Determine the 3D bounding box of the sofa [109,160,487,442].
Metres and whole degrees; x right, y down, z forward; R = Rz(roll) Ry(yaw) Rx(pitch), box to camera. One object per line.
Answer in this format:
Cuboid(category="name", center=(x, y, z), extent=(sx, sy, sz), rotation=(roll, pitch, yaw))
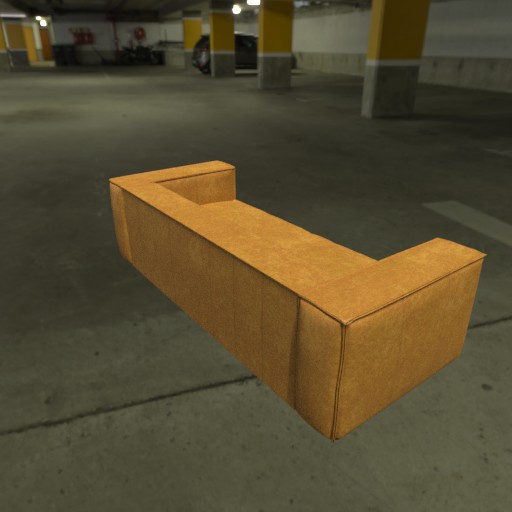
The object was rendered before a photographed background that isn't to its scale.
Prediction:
Cuboid(category="sofa", center=(0.000, 0.000, 3.026), extent=(1.102, 0.701, 2.581), rotation=(-18, 31, -33))
